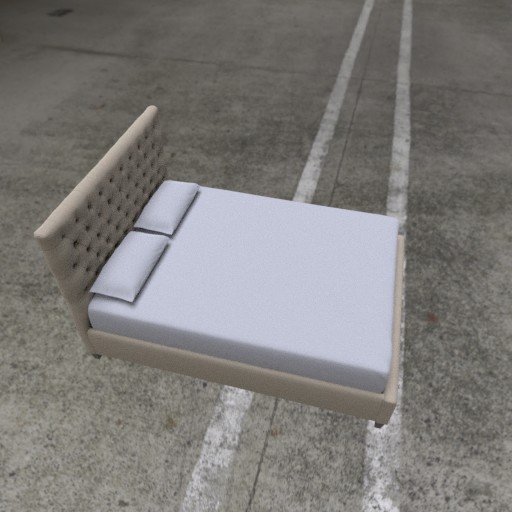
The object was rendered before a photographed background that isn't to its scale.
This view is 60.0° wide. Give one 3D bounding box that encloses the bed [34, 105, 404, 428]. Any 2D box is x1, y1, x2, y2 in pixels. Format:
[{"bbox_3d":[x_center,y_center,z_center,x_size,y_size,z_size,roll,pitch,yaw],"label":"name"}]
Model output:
[{"bbox_3d":[0.000,0.000,3.508,2.387,1.427,1.698,11,47,10],"label":"bed"}]
